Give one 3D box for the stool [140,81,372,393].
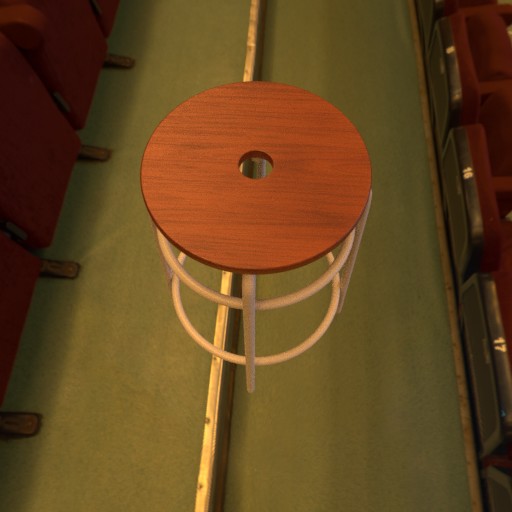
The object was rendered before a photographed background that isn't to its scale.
[{"bbox_3d":[0.000,0.000,0.916,0.455,0.610,0.455,3,64,1],"label":"stool"}]
